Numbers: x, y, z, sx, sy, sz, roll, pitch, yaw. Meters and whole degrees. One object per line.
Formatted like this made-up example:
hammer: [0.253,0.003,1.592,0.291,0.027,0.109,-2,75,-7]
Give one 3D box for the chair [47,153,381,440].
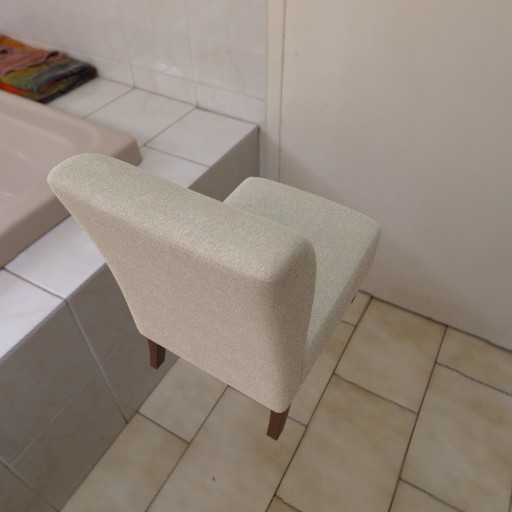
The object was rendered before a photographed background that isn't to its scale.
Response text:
chair: [0.000,0.000,1.266,0.521,0.833,0.754,24,50,22]
